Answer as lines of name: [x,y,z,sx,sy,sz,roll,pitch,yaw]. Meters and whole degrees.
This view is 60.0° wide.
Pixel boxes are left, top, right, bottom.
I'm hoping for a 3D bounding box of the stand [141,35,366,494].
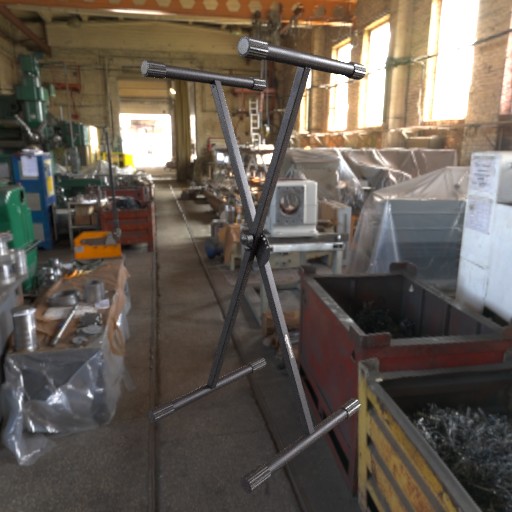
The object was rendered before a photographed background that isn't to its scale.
stand: [0.000,0.000,1.154,0.409,0.940,0.449,13,19,43]
